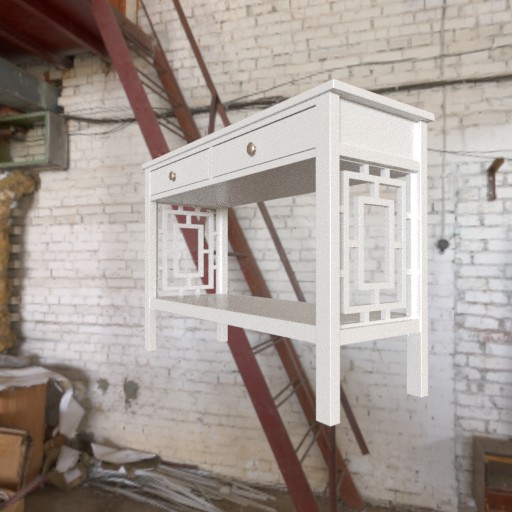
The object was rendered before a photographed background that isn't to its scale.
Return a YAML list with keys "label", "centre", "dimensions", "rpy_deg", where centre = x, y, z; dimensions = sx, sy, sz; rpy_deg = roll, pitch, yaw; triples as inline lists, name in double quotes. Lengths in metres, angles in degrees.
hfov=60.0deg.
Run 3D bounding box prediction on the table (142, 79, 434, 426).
- label: "table"
  centre: [0.000, 0.000, 1.491]
  dimensions: [0.397, 0.753, 1.068]
  rpy_deg: [0, -1, -36]
